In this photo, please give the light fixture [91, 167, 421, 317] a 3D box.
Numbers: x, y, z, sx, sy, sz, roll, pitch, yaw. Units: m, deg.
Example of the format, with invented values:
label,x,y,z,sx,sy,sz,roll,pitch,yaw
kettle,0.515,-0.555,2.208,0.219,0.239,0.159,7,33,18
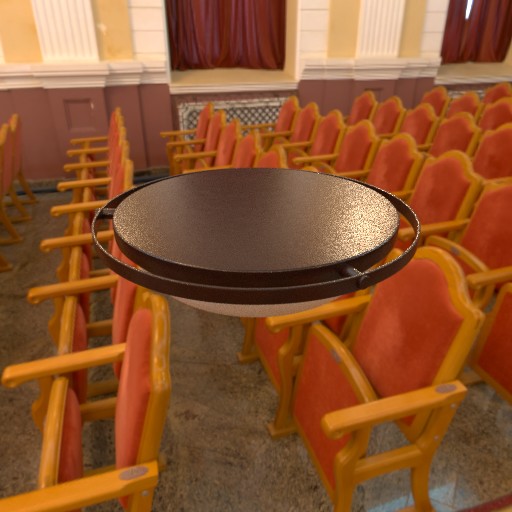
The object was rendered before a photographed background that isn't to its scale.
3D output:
label,x,y,z,sx,sy,sz,roll,pitch,yaw
light fixture,0.000,0.000,0.538,0.361,0.130,0.361,0,26,0
